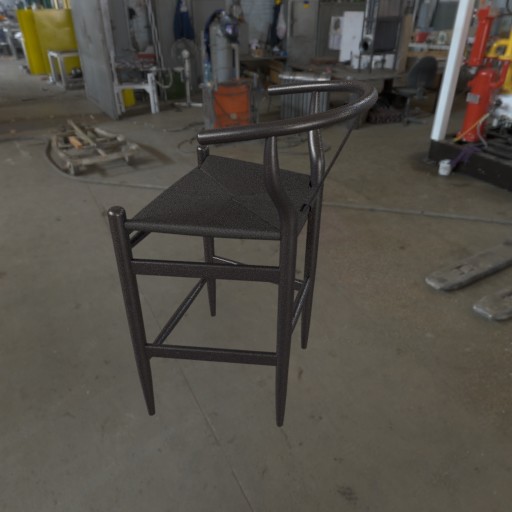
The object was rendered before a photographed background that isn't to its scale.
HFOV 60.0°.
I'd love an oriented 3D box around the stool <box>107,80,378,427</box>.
[{"bbox_3d":[0.000,0.000,1.323,0.579,0.970,0.569,9,32,15],"label":"stool"}]
